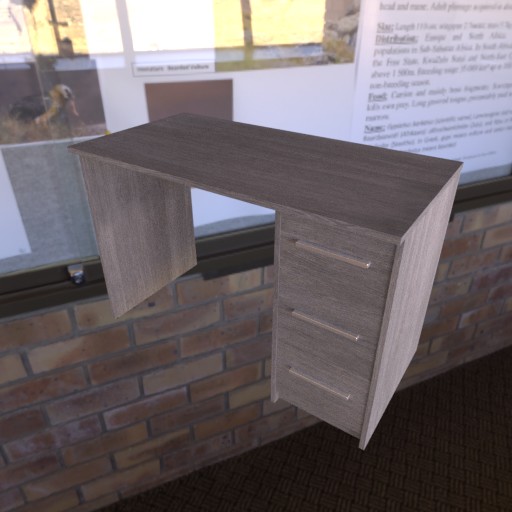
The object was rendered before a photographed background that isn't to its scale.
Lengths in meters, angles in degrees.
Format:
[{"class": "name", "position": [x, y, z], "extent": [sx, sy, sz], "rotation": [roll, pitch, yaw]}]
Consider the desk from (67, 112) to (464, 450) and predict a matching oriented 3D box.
[{"class": "desk", "position": [0.000, 0.000, 1.556], "extent": [1.097, 0.735, 0.560], "rotation": [19, 36, 29]}]
